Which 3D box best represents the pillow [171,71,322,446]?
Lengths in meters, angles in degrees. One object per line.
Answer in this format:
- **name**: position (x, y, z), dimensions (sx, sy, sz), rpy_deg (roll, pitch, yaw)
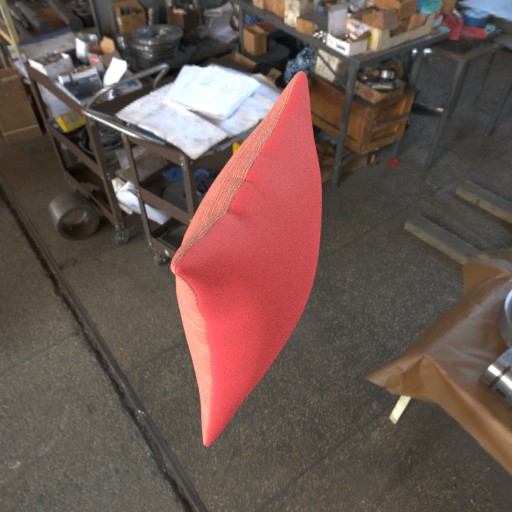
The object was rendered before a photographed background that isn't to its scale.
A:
- **pillow**: position (0.000, 0.000, 0.838), dimensions (0.229, 0.501, 0.559), rpy_deg (14, 48, 13)
